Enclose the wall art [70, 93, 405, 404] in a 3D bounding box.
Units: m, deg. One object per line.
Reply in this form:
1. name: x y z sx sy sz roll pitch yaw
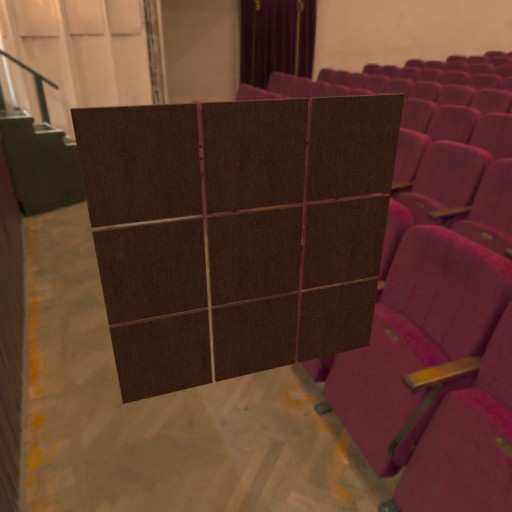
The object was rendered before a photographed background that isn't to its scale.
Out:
1. wall art: 0.000 0.000 1.369 0.915 0.914 0.013 -9 28 -17
